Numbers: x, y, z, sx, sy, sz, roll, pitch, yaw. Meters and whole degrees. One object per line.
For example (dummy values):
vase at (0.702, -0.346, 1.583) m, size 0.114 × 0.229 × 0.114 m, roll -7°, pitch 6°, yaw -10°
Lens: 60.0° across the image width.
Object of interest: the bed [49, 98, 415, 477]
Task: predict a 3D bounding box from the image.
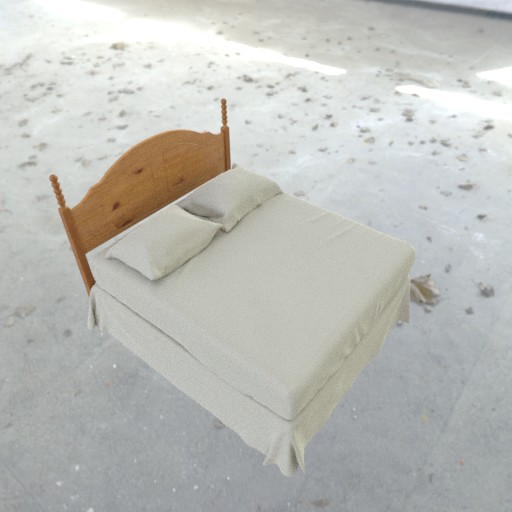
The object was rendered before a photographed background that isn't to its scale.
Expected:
bed at (0.000, 0.000, 3.217) m, size 2.040 × 1.356 × 1.873 m, roll 28°, pitch 48°, yaw 28°
